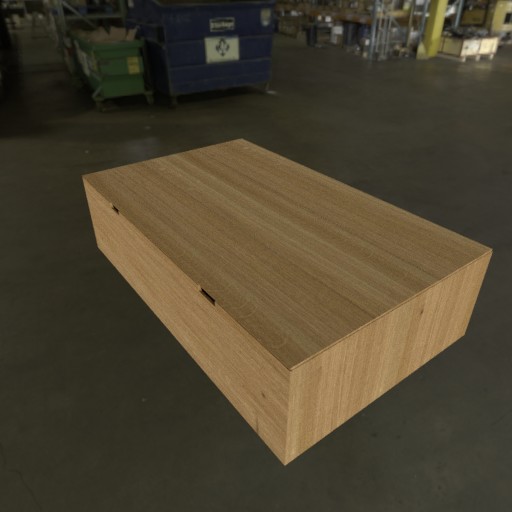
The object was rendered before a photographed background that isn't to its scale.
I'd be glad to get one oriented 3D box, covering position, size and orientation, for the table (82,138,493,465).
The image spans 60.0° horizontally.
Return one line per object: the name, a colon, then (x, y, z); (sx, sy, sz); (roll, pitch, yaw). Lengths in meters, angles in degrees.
table: (0.000, 0.000, 1.426); (0.678, 0.353, 1.110); (-22, 39, -30)
